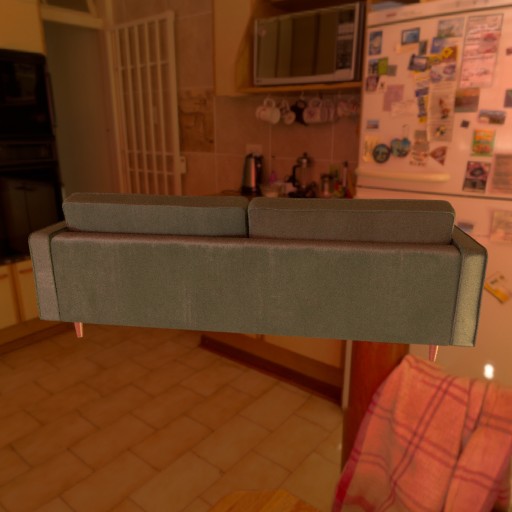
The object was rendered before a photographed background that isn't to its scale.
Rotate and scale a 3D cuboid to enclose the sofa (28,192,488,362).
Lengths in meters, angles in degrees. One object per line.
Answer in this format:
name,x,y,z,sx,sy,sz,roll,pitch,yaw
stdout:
sofa,0.000,0.000,2.553,2.199,0.769,0.918,2,17,8
